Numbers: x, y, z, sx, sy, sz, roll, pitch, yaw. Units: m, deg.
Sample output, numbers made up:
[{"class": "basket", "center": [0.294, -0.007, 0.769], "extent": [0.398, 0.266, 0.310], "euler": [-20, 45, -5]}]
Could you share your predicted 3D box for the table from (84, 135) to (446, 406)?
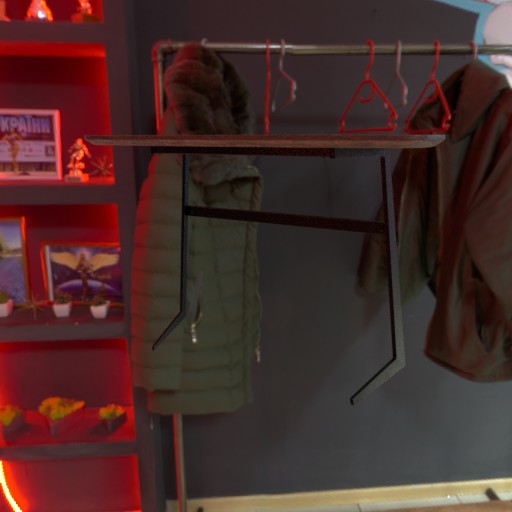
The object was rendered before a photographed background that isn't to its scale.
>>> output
[{"class": "table", "center": [0.000, 0.000, 1.097], "extent": [0.804, 0.576, 0.361], "euler": [8, 17, 27]}]
